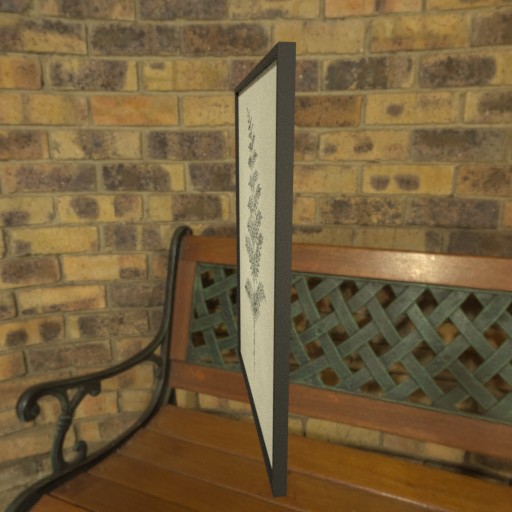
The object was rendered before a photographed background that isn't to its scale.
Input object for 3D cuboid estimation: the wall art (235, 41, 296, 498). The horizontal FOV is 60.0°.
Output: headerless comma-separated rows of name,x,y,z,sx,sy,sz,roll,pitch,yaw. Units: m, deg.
wall art,0.000,0.000,1.385,0.036,1.070,0.802,-2,15,-9
